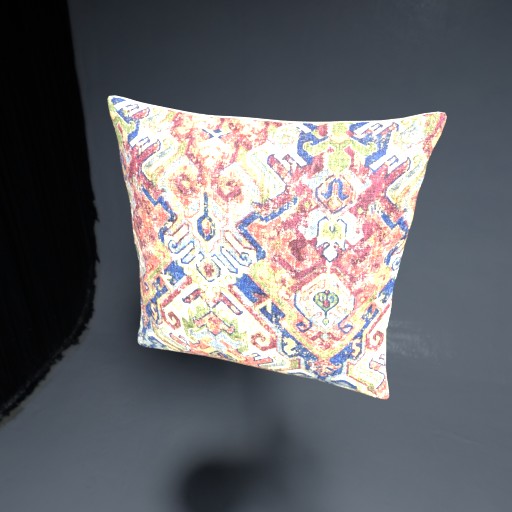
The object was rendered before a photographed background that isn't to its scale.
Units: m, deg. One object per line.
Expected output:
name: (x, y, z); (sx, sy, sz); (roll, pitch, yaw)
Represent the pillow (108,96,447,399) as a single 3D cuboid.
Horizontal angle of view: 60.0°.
pillow: (0.000, 0.000, 0.766); (0.523, 0.506, 0.166); (8, 29, 15)
